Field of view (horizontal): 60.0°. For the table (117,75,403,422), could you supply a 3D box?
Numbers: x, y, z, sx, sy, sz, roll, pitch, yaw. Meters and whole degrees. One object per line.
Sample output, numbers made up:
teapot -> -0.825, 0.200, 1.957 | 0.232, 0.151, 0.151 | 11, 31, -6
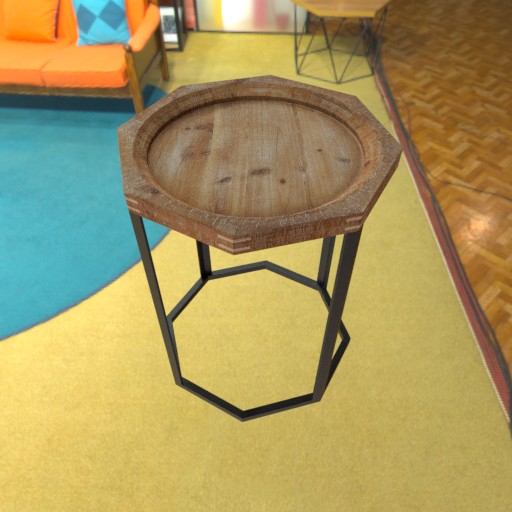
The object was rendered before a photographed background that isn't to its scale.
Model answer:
table -> 0.000, 0.000, 0.900 | 0.458, 0.543, 0.458 | -29, 53, -25
